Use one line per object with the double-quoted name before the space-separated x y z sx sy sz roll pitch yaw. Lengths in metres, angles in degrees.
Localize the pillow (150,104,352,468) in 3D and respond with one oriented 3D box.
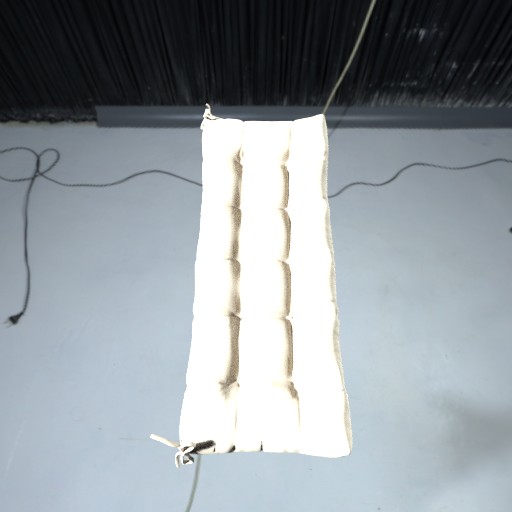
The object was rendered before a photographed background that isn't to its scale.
"pillow" 0.000 0.000 1.380 0.511 0.174 1.194 0 64 0
